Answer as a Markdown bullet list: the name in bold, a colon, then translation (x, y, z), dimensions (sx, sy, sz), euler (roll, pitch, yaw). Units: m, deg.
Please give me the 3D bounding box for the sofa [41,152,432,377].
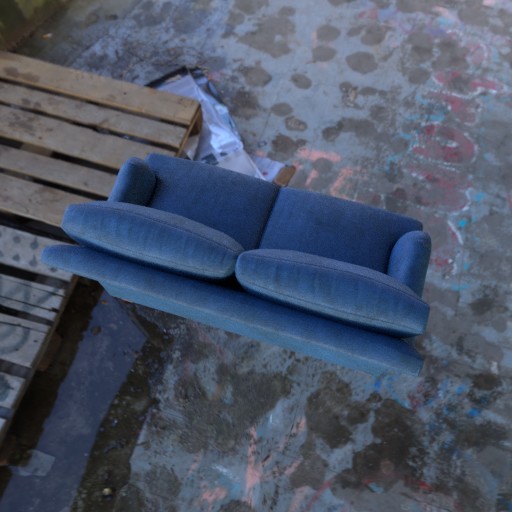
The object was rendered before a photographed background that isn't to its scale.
- **sofa**: translation (0.000, 0.000, 2.564), dimensions (1.853, 1.101, 1.084), euler (16, 65, 8)
